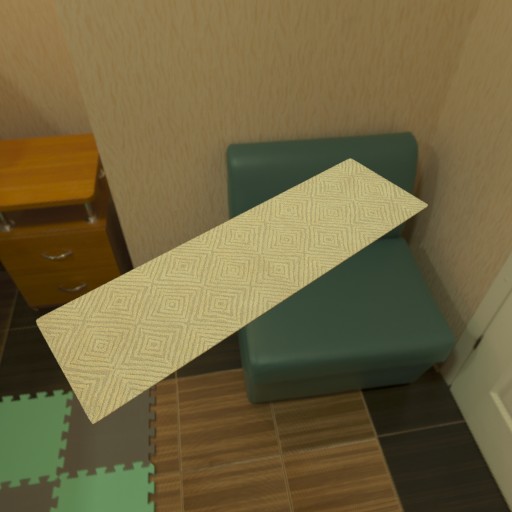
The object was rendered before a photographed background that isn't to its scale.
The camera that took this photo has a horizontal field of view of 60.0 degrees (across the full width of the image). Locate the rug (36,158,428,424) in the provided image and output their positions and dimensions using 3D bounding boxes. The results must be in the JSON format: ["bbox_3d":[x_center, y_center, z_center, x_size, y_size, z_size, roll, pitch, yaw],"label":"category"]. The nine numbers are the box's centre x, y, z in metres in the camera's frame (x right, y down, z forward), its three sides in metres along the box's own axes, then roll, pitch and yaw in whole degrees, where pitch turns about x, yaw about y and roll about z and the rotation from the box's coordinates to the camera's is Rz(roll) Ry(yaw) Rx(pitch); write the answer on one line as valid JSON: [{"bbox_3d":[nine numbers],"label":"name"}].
[{"bbox_3d":[0.000,0.000,2.517,2.277,0.008,0.676,-30,53,-26],"label":"rug"}]
